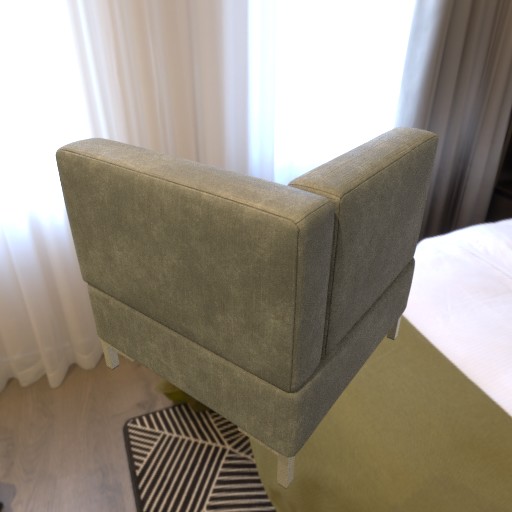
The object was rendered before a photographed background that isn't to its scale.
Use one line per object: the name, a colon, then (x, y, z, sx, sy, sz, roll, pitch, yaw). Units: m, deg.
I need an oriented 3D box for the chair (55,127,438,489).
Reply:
chair: (0.000, 0.000, 1.191, 0.680, 0.660, 0.680, 21, 36, 31)
